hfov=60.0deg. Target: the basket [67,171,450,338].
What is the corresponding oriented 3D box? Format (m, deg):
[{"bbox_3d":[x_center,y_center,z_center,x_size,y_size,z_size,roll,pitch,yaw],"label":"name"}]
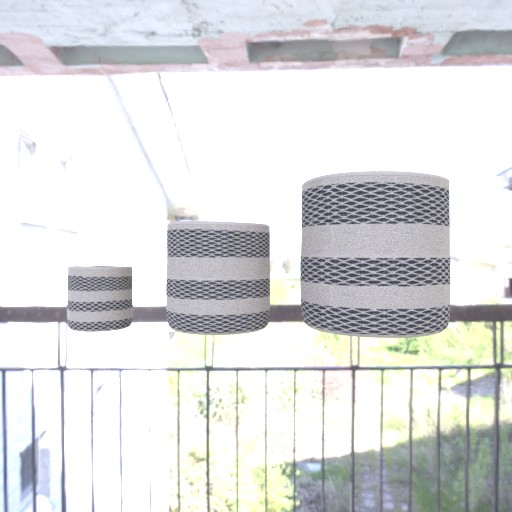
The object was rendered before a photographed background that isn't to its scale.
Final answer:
[{"bbox_3d":[0.000,0.000,1.085,0.917,0.356,0.351,0,0,1],"label":"basket"}]
